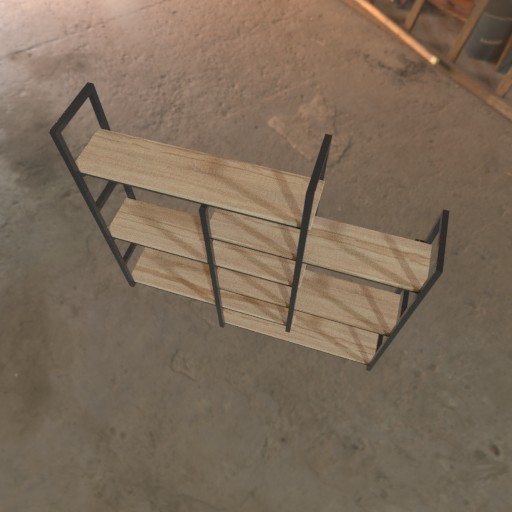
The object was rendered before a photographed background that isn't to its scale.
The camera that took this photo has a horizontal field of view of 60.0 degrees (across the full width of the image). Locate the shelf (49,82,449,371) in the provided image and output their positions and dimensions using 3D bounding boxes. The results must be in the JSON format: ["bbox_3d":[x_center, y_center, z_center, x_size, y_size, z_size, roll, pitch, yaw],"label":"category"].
[{"bbox_3d":[0.000,0.000,1.379,0.946,0.921,0.183,15,60,9],"label":"shelf"}]
